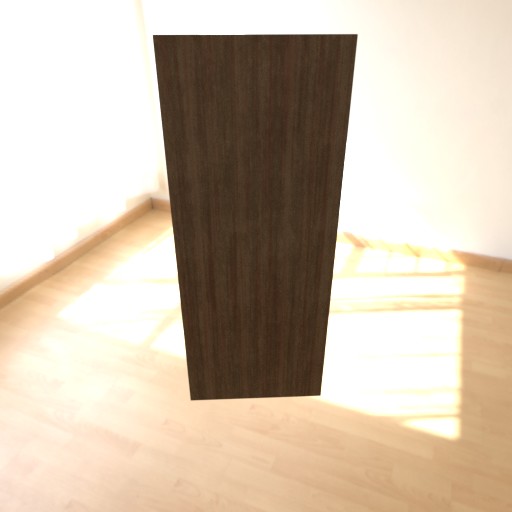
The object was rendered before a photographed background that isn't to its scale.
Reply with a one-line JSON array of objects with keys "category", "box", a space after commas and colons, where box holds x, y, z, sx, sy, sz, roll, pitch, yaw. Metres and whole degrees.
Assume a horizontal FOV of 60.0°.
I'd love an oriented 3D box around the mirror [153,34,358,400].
[{"category": "mirror", "box": [0.000, 0.000, 2.269, 0.812, 2.032, 0.025, -1, 30, -2]}]
